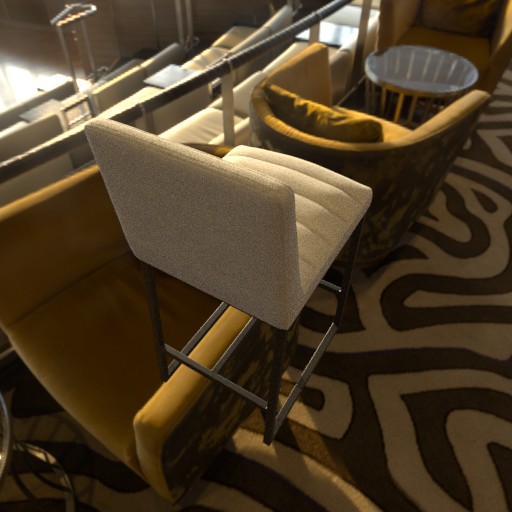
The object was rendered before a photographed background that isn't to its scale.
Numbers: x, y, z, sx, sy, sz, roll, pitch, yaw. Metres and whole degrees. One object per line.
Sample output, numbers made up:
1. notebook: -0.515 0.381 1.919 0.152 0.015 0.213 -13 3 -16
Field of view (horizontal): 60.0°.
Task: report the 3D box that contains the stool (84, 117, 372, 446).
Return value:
1. stool: 0.000 0.000 1.262 0.459 0.971 0.567 24 50 22
